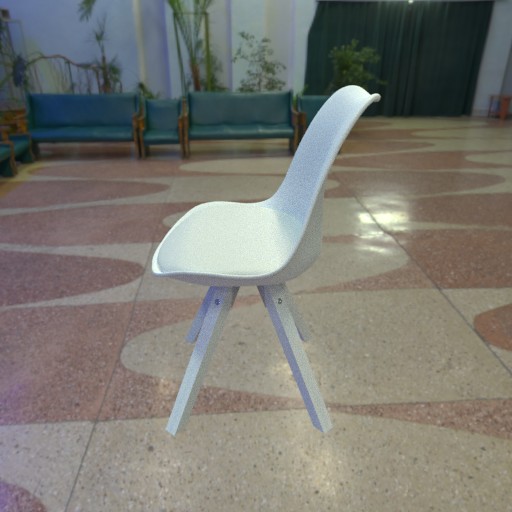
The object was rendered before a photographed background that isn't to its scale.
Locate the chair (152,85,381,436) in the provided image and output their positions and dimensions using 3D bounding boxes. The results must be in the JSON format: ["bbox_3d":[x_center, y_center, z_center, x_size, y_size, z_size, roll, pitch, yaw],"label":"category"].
[{"bbox_3d":[0.000,0.000,1.205,0.550,0.850,0.485,0,26,-1],"label":"chair"}]
